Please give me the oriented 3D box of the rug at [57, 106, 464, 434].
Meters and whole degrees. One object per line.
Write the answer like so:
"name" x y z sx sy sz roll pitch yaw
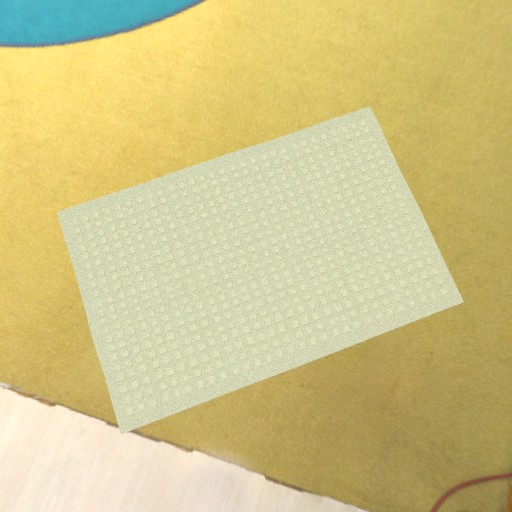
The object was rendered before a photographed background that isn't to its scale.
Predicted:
"rug" 0.000 0.000 2.215 1.747 0.006 1.143 -20 77 -5
